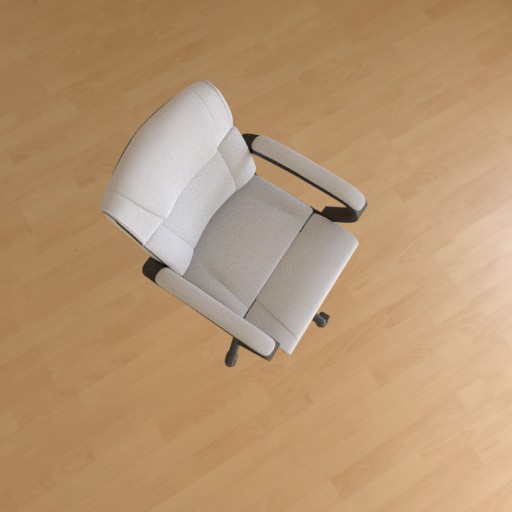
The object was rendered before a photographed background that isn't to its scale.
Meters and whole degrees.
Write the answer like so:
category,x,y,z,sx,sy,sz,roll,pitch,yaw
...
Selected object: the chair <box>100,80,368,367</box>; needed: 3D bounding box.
category,x,y,z,sx,sy,sz,roll,pitch,yaw
chair,0.000,0.000,1.525,0.717,1.004,0.739,33,78,8
